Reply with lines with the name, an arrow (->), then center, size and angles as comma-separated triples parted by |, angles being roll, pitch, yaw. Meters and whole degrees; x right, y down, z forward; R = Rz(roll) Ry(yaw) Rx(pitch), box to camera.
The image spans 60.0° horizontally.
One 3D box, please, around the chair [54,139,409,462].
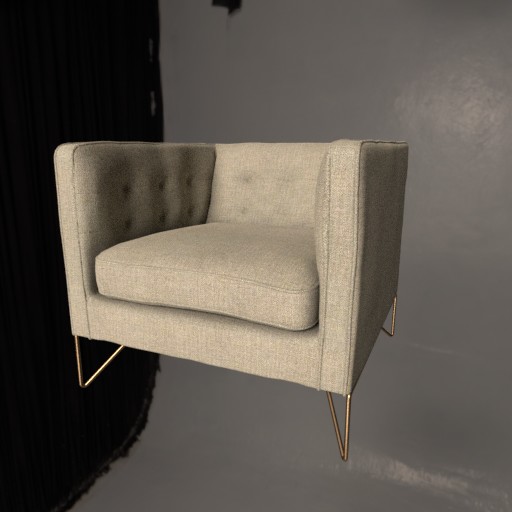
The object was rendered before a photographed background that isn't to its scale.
chair -> 0.000, 0.000, 1.581 | 0.920, 0.799, 0.912 | 6, 15, 24
